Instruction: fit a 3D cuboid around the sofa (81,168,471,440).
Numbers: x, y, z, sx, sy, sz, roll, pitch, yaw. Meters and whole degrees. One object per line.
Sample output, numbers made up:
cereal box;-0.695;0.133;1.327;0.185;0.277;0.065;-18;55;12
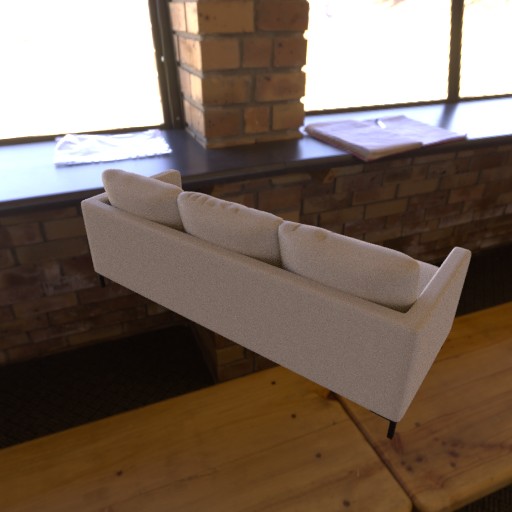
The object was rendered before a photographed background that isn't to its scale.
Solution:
sofa;0.000;0.000;2.704;2.218;0.874;0.859;20;35;31
